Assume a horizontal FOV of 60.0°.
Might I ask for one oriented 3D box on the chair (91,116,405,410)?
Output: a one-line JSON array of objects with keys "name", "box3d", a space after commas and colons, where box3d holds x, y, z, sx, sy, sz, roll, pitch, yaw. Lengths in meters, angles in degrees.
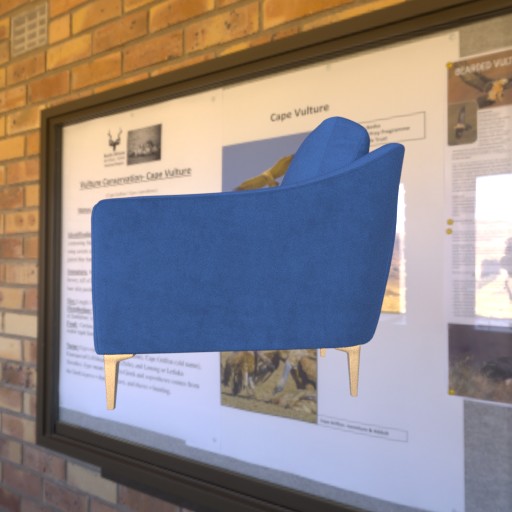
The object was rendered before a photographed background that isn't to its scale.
[{"name": "chair", "box3d": [0.000, 0.000, 1.718, 0.961, 0.899, 0.987, 0, -1, -1]}]
